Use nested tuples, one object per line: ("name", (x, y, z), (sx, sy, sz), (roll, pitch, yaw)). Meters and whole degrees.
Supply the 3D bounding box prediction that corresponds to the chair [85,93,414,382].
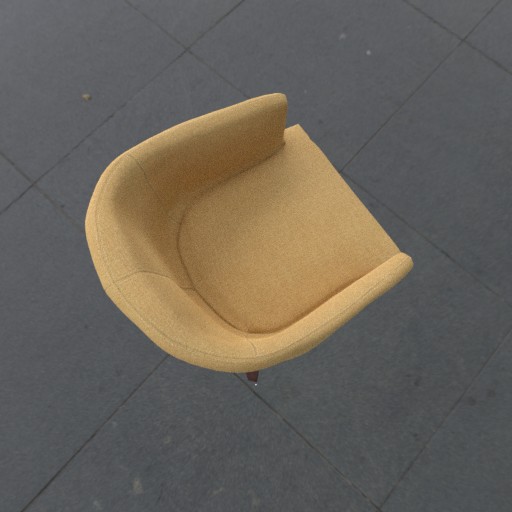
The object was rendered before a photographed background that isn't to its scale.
("chair", (0.000, 0.000, 1.227), (0.655, 0.811, 0.583), (-32, 76, -9))
